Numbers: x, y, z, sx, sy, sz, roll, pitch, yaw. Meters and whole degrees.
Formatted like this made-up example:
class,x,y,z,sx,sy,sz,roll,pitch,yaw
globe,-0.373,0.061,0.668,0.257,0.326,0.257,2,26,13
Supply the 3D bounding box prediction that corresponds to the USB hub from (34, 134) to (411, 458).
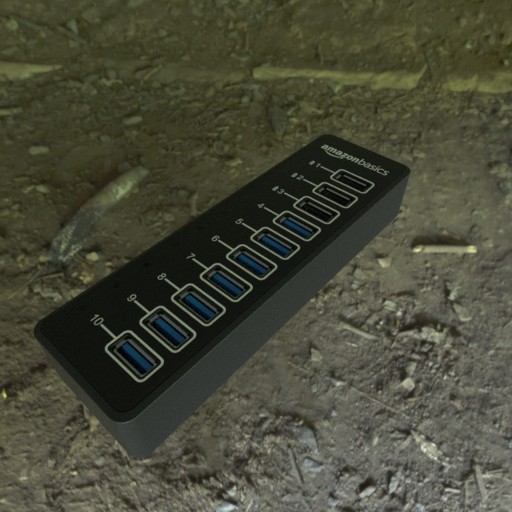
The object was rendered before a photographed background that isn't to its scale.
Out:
class,x,y,z,sx,sy,sz,roll,pitch,yaw
USB hub,0.000,0.000,0.160,0.044,0.023,0.145,32,54,28
